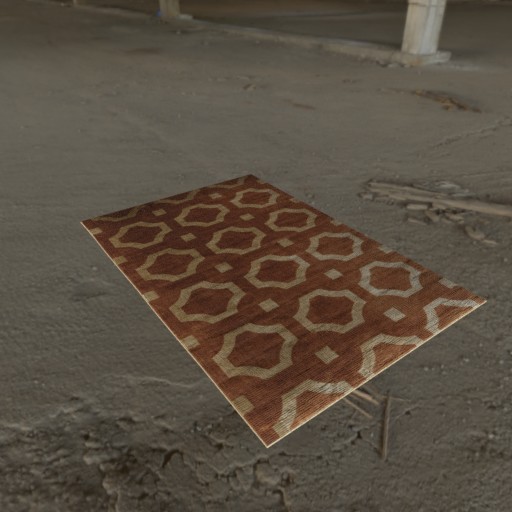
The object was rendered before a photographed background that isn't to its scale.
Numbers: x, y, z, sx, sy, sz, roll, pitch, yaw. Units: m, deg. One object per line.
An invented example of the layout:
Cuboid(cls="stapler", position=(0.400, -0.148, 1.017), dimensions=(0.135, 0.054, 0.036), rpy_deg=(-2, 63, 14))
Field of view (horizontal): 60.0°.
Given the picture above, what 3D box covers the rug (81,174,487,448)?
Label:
Cuboid(cls="rug", position=(0.000, 0.000, 2.888), dimensions=(1.555, 0.016, 2.286), rpy_deg=(-21, 38, -30))
